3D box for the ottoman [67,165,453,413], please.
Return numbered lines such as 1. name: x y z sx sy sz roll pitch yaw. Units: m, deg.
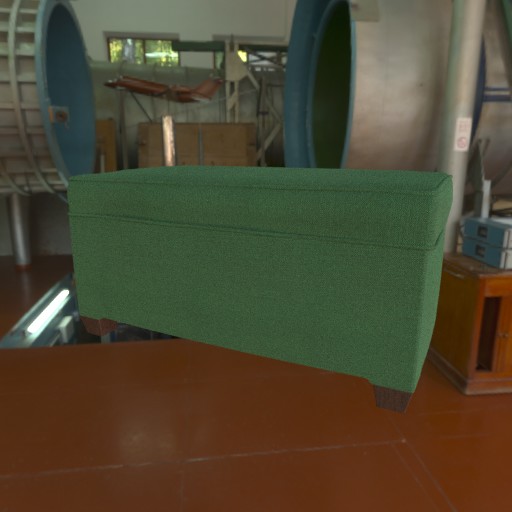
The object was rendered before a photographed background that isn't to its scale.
1. ottoman: 0.000 0.000 1.218 0.957 0.471 0.483 7 16 26
